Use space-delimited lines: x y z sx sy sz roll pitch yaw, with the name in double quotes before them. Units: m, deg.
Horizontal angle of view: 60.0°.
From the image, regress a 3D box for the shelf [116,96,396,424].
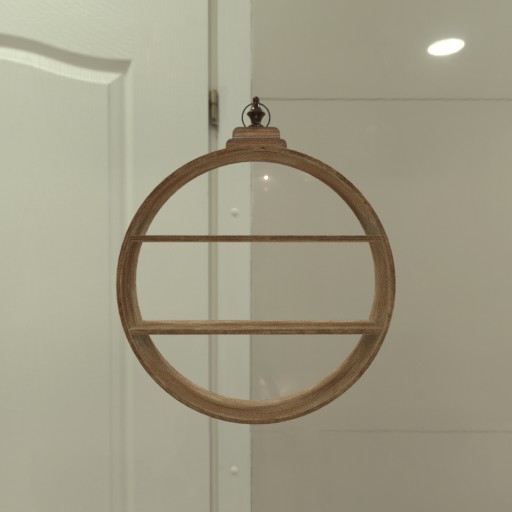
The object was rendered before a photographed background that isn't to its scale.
"shelf" 0.000 0.000 1.012 0.601 0.725 0.125 0 1 -1
